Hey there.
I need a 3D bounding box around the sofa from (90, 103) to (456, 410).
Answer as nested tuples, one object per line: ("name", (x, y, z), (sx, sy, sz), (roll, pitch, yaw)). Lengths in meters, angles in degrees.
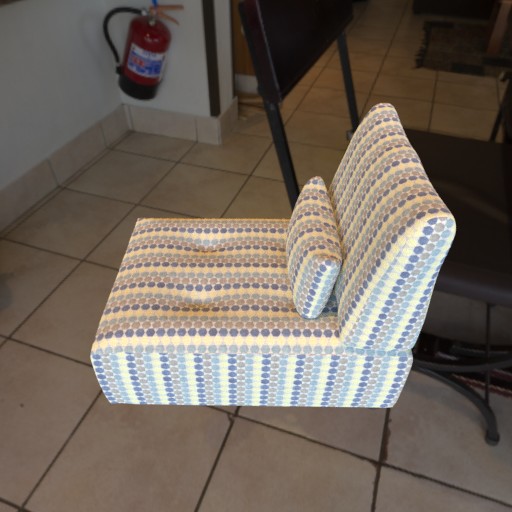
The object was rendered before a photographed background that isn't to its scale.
("sofa", (0.000, 0.000, 1.522), (1.000, 0.820, 0.700), (1, 41, 1))
